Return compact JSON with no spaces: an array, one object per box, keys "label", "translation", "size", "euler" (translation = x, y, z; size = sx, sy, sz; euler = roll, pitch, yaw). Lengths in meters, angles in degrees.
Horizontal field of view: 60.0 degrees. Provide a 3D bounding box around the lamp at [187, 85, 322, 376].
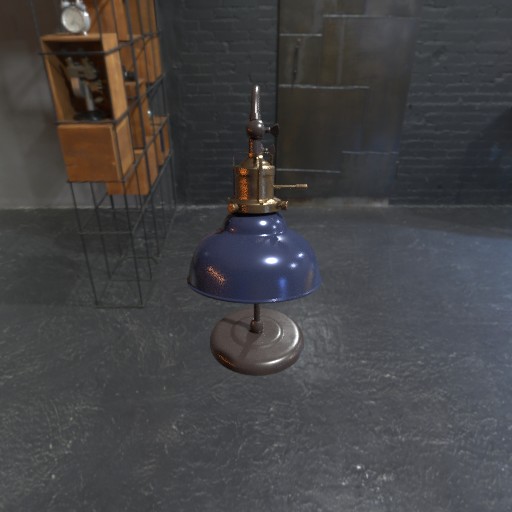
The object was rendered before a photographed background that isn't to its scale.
[{"label":"lamp","translation":[0.000,0.000,0.701],"size":[0.192,0.508,0.374],"euler":[1,30,1]}]
